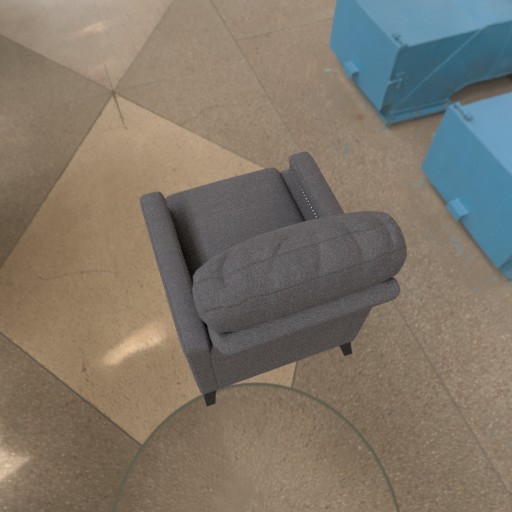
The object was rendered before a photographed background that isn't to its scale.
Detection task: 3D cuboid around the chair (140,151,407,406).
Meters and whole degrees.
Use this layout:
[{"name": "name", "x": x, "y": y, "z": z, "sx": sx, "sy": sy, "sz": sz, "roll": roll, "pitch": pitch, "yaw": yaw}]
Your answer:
[{"name": "chair", "x": 0.000, "y": 0.000, "z": 1.667, "sx": 0.710, "sy": 1.049, "sz": 0.922, "roll": -17, "pitch": 60, "yaw": -10}]
